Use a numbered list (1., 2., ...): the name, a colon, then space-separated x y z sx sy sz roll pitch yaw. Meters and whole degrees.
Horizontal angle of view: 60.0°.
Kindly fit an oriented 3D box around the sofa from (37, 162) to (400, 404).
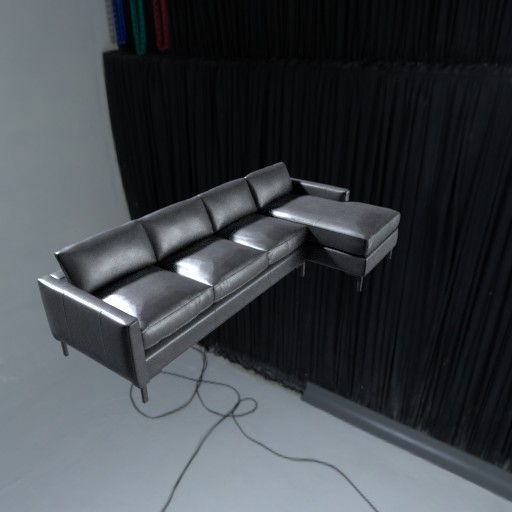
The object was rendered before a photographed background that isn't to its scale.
1. sofa: 0.000 0.000 3.725 1.471 0.859 2.993 17 31 31
